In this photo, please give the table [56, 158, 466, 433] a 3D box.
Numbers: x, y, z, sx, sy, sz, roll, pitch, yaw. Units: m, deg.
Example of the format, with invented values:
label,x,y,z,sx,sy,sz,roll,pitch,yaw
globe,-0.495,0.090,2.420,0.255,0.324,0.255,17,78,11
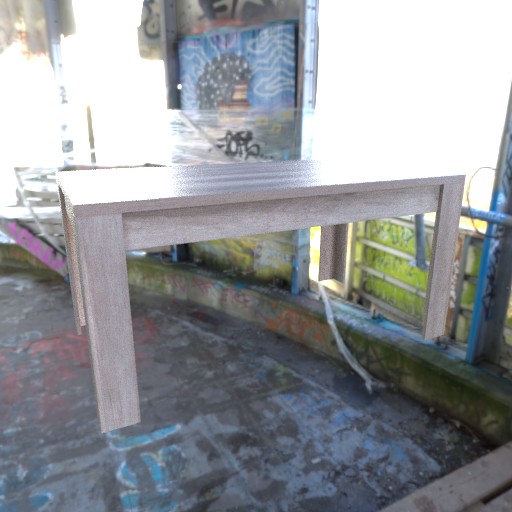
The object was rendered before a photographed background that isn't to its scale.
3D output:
label,x,y,z,sx,sy,sz,roll,pitch,yaw
table,0.000,0.000,2.094,1.600,0.775,0.900,-8,19,-25
